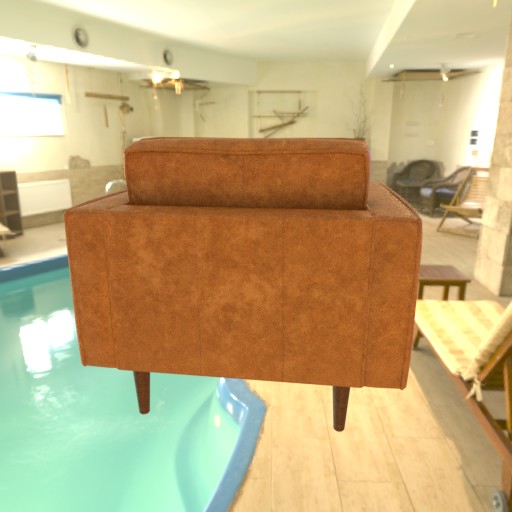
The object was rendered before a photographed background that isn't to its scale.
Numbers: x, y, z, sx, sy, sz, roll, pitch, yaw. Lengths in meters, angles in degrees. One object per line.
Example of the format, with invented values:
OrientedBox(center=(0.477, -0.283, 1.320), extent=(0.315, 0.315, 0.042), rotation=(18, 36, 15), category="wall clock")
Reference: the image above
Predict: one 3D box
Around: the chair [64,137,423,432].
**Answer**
OrientedBox(center=(0.000, 0.000, 1.474), extent=(0.928, 0.767, 0.798), rotation=(2, 16, 8), category="chair")
